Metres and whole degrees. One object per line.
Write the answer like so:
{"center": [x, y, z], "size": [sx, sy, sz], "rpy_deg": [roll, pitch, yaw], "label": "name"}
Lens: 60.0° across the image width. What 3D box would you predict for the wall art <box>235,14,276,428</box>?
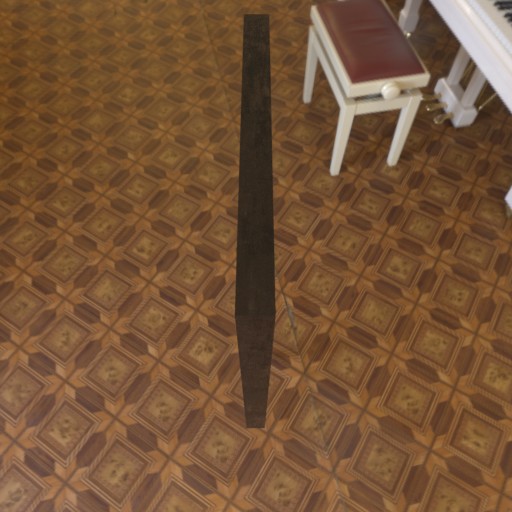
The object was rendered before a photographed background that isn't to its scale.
{"center": [0.000, 0.000, 0.540], "size": [0.027, 0.406, 0.329], "rpy_deg": [0, 59, 0], "label": "wall art"}
